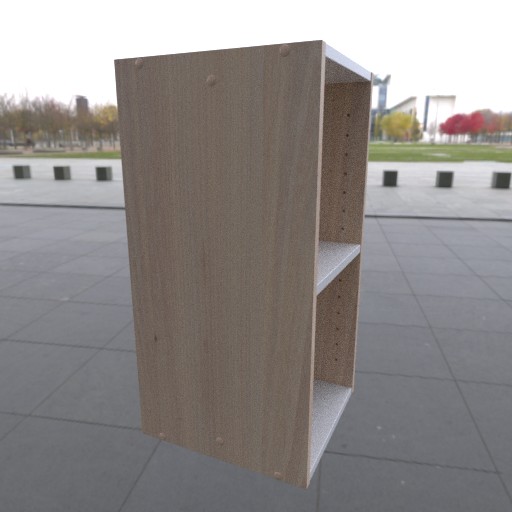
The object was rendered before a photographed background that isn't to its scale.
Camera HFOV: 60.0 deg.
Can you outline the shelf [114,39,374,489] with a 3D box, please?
[{"bbox_3d":[0.000,0.000,0.749,0.297,0.594,0.290,7,16,24],"label":"shelf"}]
